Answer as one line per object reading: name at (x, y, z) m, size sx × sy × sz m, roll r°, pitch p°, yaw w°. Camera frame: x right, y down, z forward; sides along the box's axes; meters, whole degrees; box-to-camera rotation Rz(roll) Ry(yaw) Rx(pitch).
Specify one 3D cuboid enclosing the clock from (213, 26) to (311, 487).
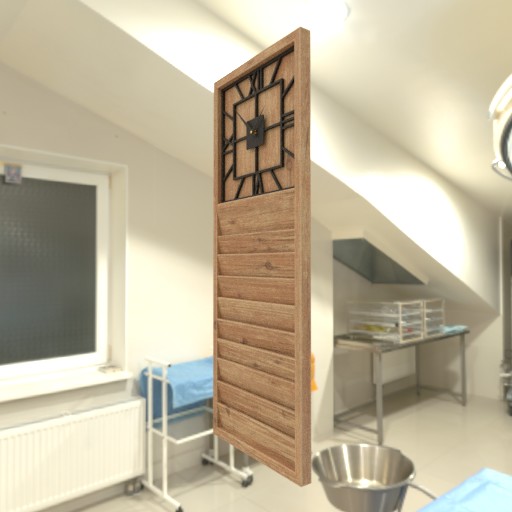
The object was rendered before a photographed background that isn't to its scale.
clock at (0.000, 0.000, 1.081) m, size 0.030 × 0.965 × 0.361 m, roll 1°, pitch -1°, yaw -36°
